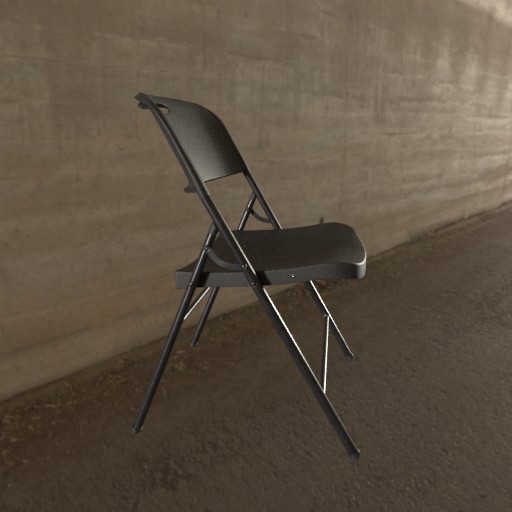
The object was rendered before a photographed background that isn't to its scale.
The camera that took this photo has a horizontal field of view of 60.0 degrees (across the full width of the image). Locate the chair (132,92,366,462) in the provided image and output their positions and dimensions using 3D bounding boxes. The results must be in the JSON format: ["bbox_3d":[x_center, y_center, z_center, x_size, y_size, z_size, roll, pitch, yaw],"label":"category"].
[{"bbox_3d":[0.000,0.000,1.175,0.566,0.810,0.494,3,16,10],"label":"chair"}]
